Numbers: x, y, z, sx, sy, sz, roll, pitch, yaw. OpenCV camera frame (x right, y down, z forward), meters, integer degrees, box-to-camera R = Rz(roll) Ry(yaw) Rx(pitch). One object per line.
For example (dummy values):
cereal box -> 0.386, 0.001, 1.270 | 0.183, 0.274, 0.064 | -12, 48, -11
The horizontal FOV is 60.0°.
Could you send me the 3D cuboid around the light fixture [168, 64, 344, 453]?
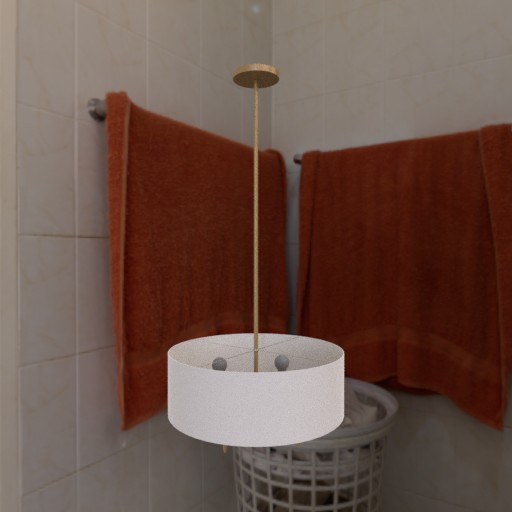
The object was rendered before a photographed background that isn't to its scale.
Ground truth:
light fixture -> 0.000, 0.000, 1.300 | 0.508, 1.067, 0.508 | 0, 0, 0
